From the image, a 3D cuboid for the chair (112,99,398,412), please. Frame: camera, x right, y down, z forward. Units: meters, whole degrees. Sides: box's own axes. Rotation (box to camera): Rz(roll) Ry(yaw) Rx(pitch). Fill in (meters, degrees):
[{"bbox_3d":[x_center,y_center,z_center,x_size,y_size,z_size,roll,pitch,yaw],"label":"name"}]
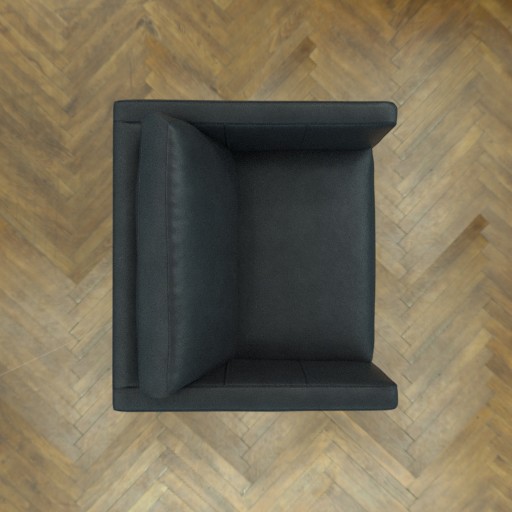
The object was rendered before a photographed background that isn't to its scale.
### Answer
[{"bbox_3d":[0.000,0.000,1.570,0.862,0.811,0.939,0,90,-1],"label":"chair"}]
